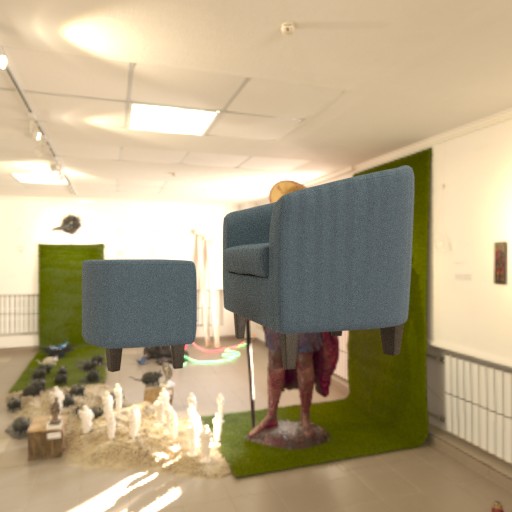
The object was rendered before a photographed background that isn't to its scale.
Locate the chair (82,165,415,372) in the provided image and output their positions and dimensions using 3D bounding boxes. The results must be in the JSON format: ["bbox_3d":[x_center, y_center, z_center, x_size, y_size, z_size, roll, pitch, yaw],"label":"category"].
[{"bbox_3d":[0.000,0.000,1.761,1.288,0.757,0.756,0,0,-19],"label":"chair"}]
